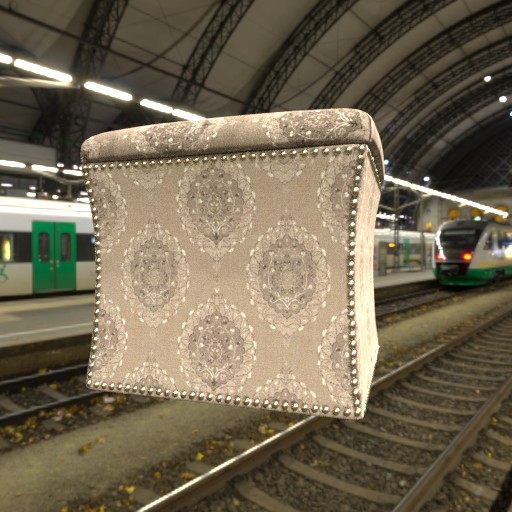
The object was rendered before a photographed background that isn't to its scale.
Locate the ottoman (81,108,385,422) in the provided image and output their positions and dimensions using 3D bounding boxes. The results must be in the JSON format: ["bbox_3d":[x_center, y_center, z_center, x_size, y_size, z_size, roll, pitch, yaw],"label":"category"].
[{"bbox_3d":[0.000,0.000,0.914,0.507,0.473,0.497,0,1,18],"label":"ottoman"}]
